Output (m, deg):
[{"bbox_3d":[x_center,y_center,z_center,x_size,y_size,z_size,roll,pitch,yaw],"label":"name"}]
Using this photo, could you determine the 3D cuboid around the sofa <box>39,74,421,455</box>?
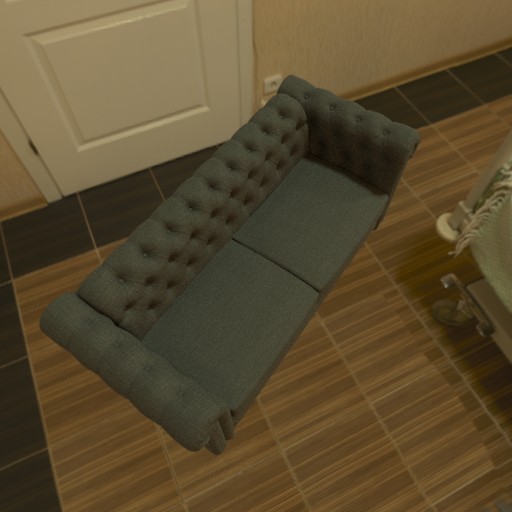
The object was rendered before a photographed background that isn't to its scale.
[{"bbox_3d":[0.000,0.000,2.224,0.783,0.797,1.798,31,64,17],"label":"sofa"}]
